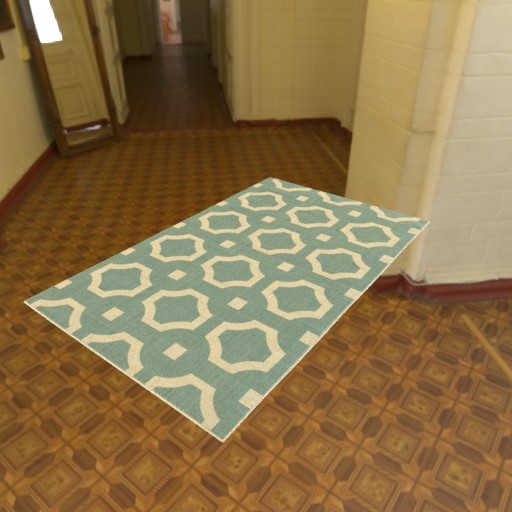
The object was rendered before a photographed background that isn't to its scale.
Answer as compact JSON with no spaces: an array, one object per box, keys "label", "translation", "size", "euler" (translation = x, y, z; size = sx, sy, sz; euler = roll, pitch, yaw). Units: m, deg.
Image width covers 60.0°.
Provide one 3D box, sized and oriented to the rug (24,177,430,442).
[{"label":"rug","translation":[0.000,0.000,2.998],"size":[1.528,0.015,2.443],"euler":[22,38,31]}]
